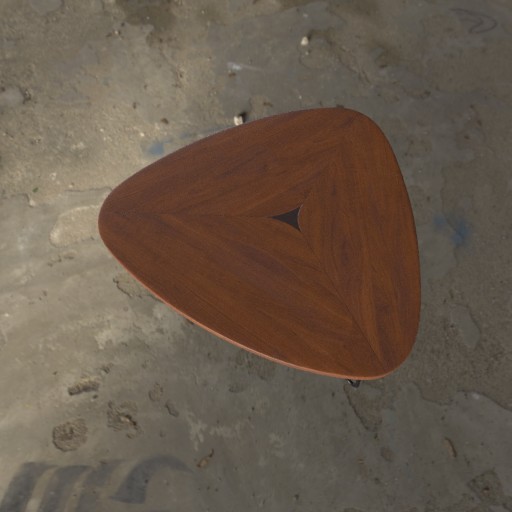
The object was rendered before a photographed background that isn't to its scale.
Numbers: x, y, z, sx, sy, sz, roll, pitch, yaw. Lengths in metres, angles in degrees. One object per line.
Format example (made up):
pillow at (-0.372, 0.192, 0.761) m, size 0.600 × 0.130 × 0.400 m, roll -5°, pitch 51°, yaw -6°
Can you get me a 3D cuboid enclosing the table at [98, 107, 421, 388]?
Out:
table at (0.000, 0.000, 1.331) m, size 0.821 × 0.413 × 0.833 m, roll 1°, pitch 59°, yaw 1°
